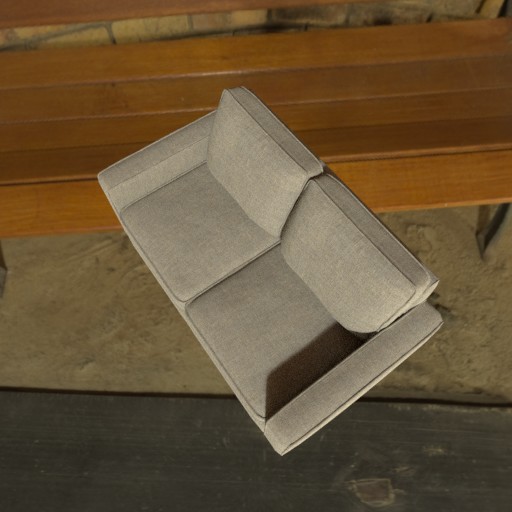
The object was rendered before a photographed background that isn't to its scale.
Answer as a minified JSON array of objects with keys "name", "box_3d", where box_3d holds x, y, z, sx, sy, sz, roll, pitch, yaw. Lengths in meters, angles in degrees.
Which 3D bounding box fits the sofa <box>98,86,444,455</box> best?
[{"name":"sofa","box_3d":[0.000,0.000,2.321,0.945,0.915,1.706,-33,68,-15]}]
